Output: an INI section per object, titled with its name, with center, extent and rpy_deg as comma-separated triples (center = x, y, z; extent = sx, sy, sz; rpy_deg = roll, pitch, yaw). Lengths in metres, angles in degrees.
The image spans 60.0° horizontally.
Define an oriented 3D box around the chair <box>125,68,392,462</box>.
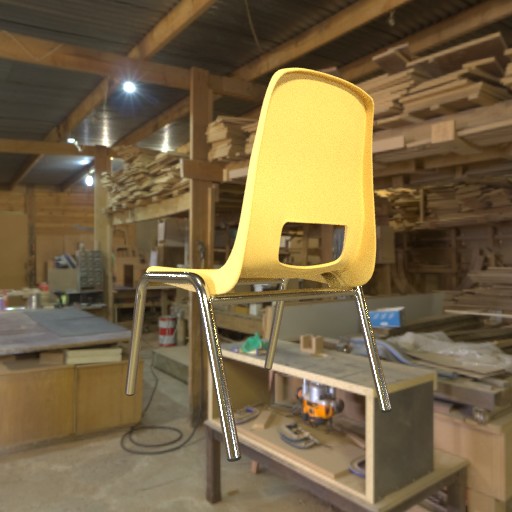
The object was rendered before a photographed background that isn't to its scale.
[chair]
center = 0.000, 0.000, 0.804
extent = 0.354, 0.536, 0.385
rpy_deg = 0, 0, -36
